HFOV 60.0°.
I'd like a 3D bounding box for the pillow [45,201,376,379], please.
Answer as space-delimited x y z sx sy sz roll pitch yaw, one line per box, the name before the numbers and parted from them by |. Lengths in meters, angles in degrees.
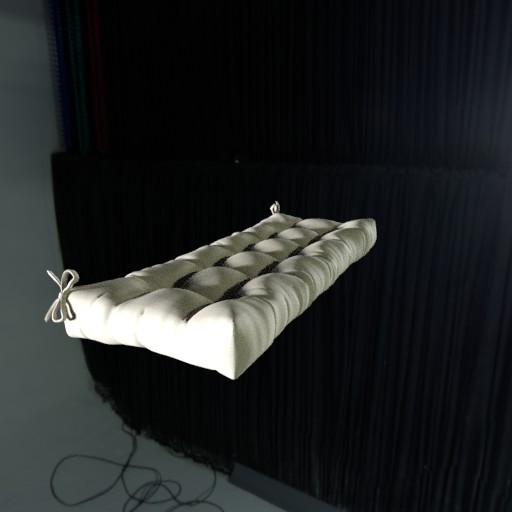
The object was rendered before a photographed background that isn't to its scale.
pillow | 0.000 0.000 1.352 0.511 0.174 1.194 7 17 26
